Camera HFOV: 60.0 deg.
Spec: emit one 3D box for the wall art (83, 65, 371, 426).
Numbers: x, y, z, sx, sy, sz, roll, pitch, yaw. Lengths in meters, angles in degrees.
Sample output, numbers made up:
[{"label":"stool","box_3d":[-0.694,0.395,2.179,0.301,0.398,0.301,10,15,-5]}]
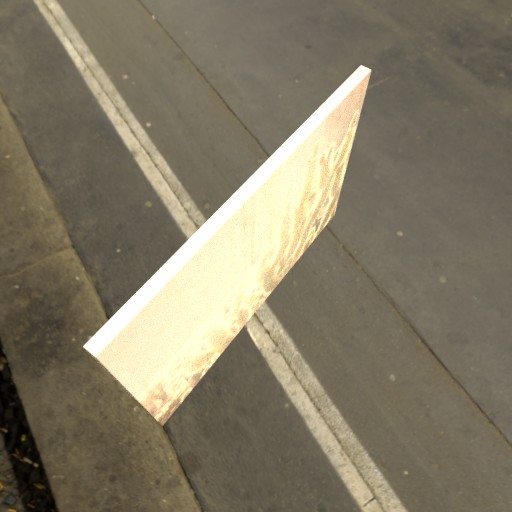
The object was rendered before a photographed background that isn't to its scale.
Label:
[{"label":"wall art","box_3d":[0.000,0.000,1.468,0.041,0.758,1.142,33,64,18]}]
